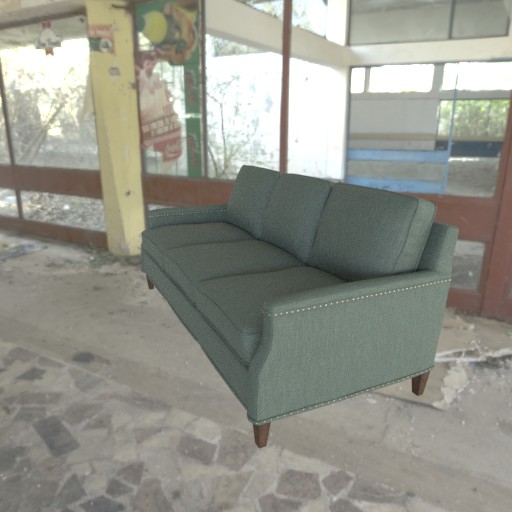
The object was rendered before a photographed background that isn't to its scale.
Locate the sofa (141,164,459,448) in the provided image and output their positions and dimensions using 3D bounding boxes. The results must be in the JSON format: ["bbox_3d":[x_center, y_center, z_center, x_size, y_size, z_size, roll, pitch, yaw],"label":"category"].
[{"bbox_3d":[0.000,0.000,2.859,1.084,1.003,2.246,-8,18,-24],"label":"sofa"}]
